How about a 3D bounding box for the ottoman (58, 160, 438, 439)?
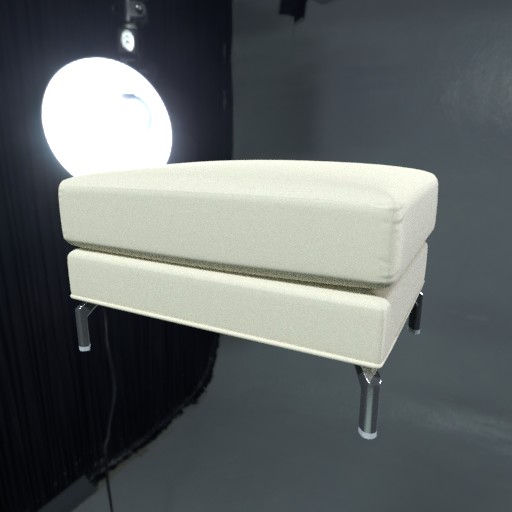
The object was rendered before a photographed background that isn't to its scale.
[{"bbox_3d":[0.000,0.000,1.196,0.835,0.497,0.581,8,17,27],"label":"ottoman"}]
